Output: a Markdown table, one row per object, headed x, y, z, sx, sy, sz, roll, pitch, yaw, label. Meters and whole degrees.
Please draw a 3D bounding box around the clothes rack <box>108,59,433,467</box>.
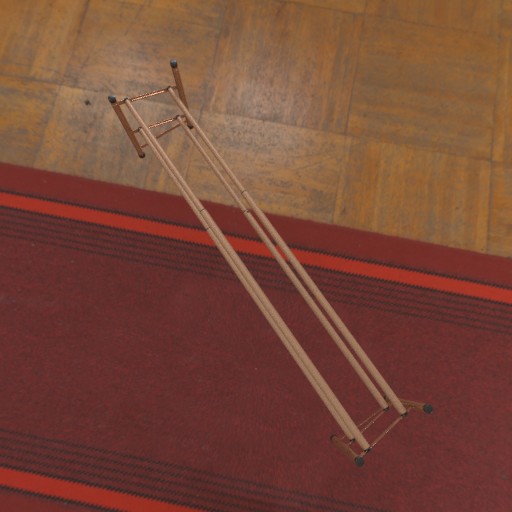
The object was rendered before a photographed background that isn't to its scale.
| x | y | z | sx | sy | sz | roll | pitch | yaw | label |
| --- | --- | --- | --- | --- | --- | --- | --- | --- | --- |
| 0.000 | 0.000 | 1.313 | 0.229 | 0.349 | 1.168 | -33 | 78 | -8 | clothes rack |
